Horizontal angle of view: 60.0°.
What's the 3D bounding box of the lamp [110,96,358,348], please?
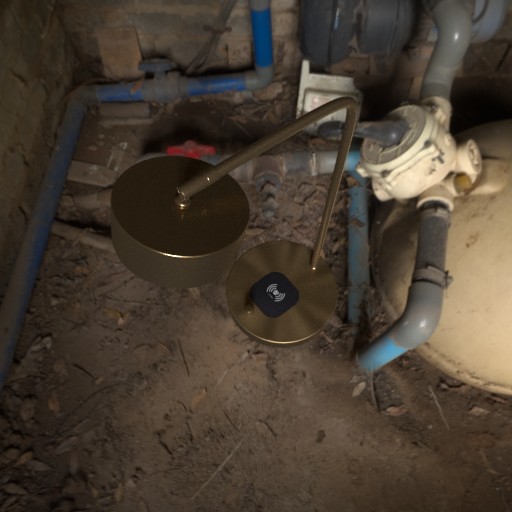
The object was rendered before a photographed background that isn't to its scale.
[{"bbox_3d":[0.000,0.000,0.519,0.270,0.380,0.171,-34,67,-16],"label":"lamp"}]
